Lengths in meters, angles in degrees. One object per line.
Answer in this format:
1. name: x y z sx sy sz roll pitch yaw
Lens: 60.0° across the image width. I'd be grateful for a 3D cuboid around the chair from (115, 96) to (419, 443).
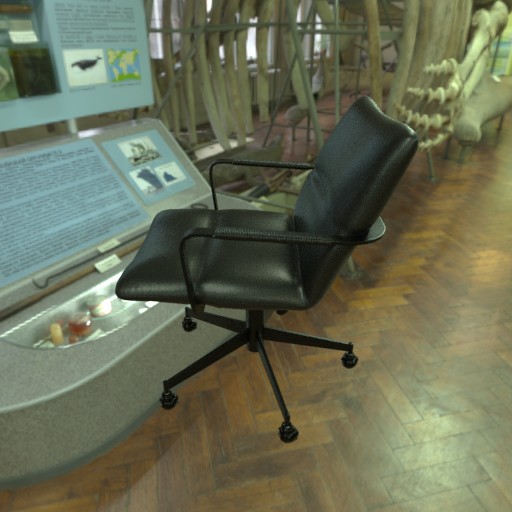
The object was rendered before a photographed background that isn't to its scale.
1. chair: 0.000 0.000 1.428 0.748 0.922 0.719 1 28 1
